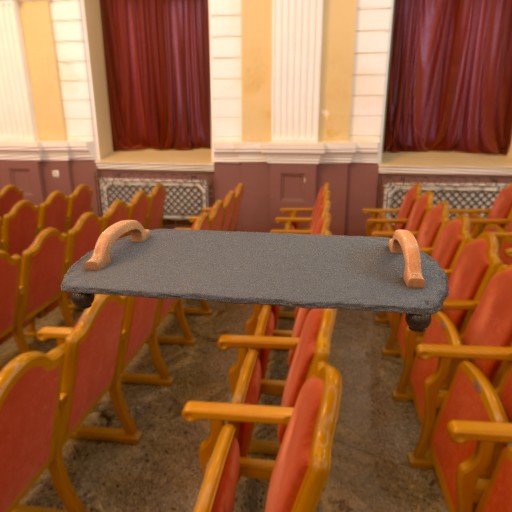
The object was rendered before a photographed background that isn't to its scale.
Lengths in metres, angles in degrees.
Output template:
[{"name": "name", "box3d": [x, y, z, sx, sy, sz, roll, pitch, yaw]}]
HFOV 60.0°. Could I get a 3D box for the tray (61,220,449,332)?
[{"name": "tray", "box3d": [0.000, 0.000, 0.480, 0.387, 0.062, 0.231, 3, 17, 9]}]
